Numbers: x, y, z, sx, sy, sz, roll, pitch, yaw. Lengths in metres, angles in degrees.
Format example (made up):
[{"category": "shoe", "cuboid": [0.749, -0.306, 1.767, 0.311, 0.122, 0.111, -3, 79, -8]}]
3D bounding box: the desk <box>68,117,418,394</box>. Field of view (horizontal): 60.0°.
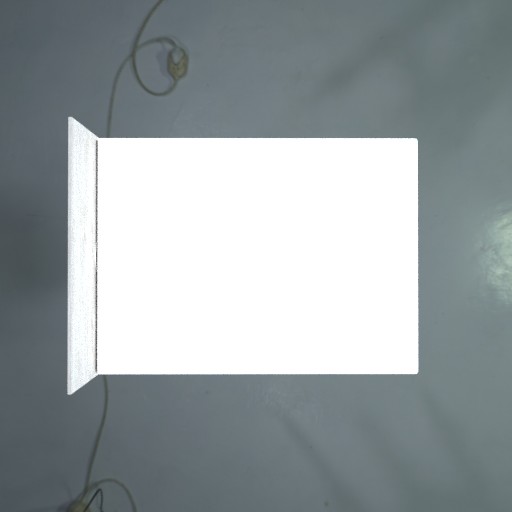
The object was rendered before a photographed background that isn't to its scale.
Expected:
[{"category": "desk", "cuboid": [0.000, 0.000, 2.639, 1.900, 0.800, 1.400, 0, 90, 0]}]
